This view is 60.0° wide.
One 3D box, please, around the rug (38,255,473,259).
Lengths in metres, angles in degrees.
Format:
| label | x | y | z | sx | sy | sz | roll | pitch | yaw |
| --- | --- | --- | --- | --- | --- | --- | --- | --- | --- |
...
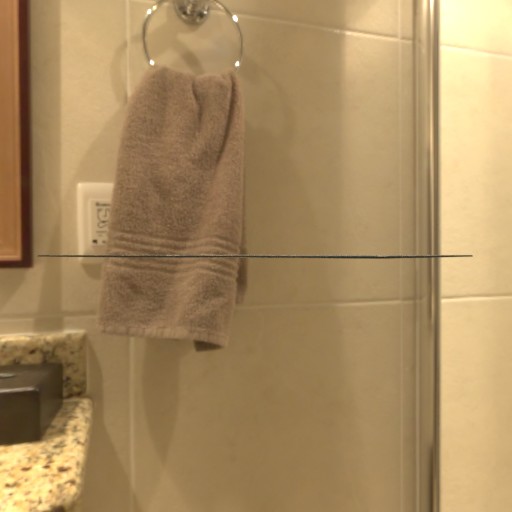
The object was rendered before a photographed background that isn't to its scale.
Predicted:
| label | x | y | z | sx | sy | sz | roll | pitch | yaw |
| --- | --- | --- | --- | --- | --- | --- | --- | --- | --- |
| rug | 0.000 | 0.000 | 4.201 | 3.342 | 0.018 | 2.432 | 0 | 0 | 36 |
